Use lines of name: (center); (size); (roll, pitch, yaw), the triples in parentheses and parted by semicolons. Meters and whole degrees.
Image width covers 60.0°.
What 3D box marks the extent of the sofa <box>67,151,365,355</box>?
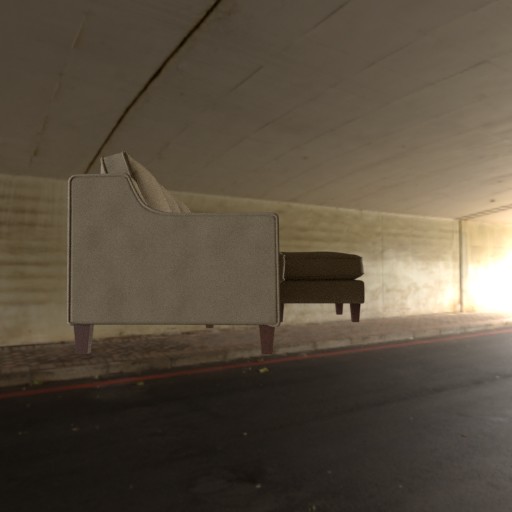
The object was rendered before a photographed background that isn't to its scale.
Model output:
sofa: (0.000, 0.000, 3.319); (1.858, 1.066, 2.317); (0, -2, 0)
